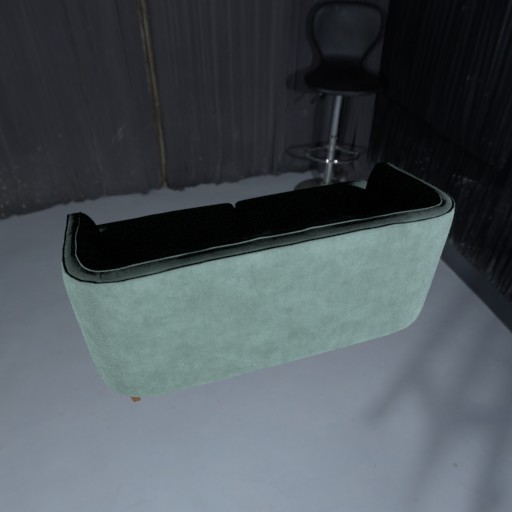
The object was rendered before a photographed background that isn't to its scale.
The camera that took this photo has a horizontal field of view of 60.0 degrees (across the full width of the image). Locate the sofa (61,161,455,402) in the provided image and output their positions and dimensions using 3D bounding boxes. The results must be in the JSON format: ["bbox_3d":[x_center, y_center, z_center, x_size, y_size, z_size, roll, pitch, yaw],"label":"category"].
[{"bbox_3d":[0.000,0.000,2.264,1.733,0.855,0.941,-12,41,-13],"label":"sofa"}]
